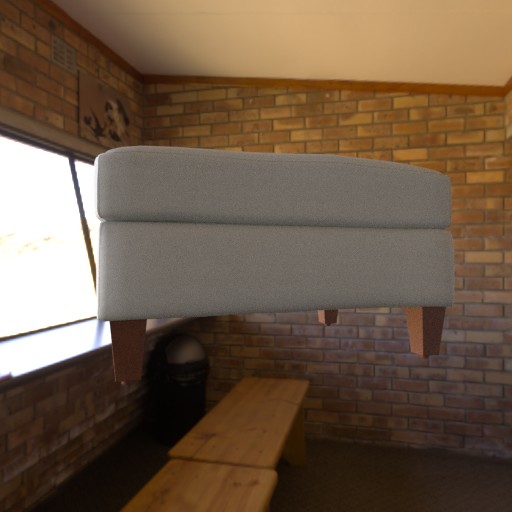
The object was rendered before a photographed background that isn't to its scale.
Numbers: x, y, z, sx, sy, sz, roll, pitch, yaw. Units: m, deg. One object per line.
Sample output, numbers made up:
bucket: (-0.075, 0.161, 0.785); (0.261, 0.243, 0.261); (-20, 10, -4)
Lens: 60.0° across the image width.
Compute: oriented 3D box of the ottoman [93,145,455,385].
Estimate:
ottoman: (0.000, 0.000, 1.213); (0.818, 0.496, 0.634); (0, 0, -18)
